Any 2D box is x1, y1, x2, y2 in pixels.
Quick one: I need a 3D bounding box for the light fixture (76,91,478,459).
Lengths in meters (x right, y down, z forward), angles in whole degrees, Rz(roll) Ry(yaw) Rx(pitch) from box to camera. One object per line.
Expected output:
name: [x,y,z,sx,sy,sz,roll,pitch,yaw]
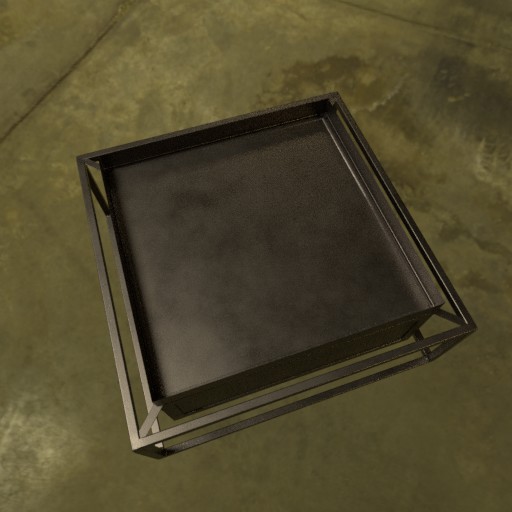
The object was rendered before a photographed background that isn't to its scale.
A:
light fixture: [0.000,0.000,0.679,0.441,0.191,0.441,-17,64,-9]
